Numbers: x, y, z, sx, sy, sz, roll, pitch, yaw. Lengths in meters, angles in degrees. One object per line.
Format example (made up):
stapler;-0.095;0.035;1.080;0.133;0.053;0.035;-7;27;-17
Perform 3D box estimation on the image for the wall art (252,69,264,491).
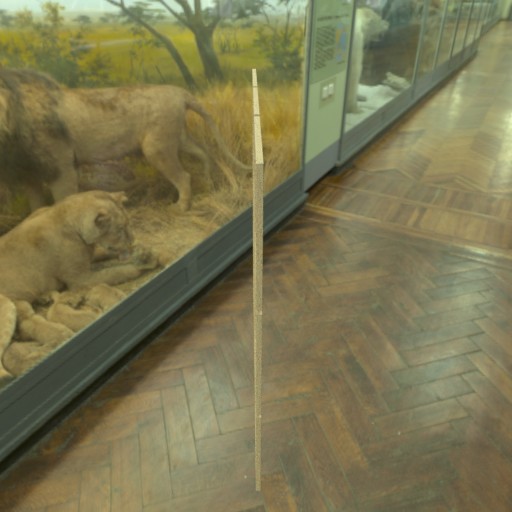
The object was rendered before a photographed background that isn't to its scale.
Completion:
wall art;0.000;0.000;1.771;0.016;1.207;1.217;0;32;-1
